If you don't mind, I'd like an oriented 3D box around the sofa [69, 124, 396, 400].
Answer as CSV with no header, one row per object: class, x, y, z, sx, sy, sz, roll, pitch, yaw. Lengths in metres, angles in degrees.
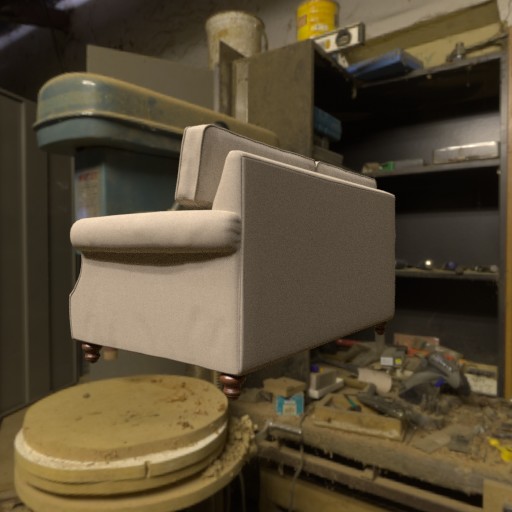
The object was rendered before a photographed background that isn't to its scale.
sofa,0.000,0.000,2.274,0.964,0.937,1.665,1,1,36
